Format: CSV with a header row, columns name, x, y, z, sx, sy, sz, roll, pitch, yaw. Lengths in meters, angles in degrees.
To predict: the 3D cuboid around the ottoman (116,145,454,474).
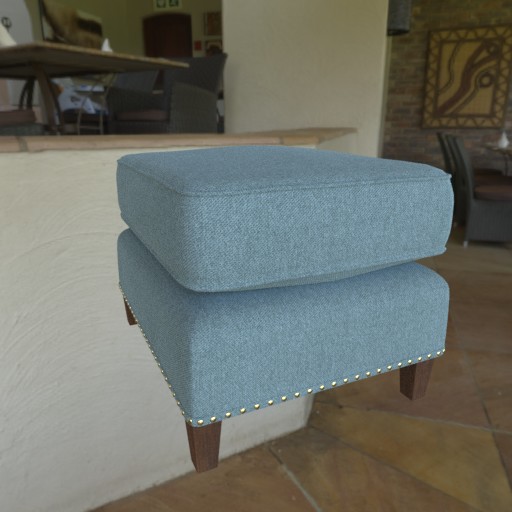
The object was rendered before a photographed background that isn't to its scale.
name,x,y,z,sx,sy,sz,roll,pitch,yaw
ottoman,0.000,0.000,1.109,0.589,0.537,0.738,-8,19,-24
